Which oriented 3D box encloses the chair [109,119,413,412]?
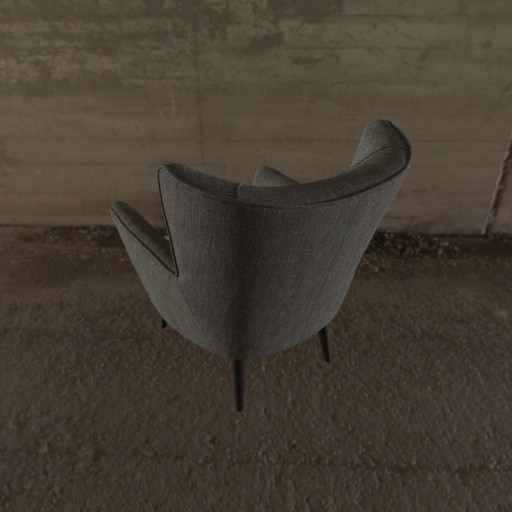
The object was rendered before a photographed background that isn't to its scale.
[{"bbox_3d":[0.000,0.000,1.587,0.781,0.933,0.888,-20,36,-29],"label":"chair"}]
